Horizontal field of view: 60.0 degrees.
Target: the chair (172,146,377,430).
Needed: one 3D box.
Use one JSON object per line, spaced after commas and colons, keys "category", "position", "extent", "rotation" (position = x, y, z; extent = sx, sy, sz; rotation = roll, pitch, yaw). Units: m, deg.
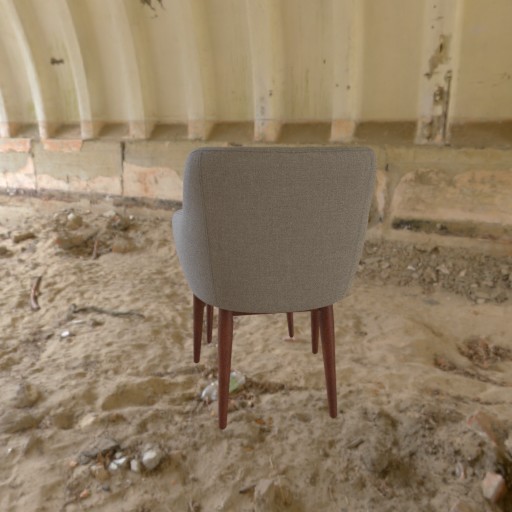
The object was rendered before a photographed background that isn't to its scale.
{"category": "chair", "position": [0.000, 0.000, 1.617], "extent": [0.584, 0.799, 1.107], "rotation": [-2, 15, -9]}
